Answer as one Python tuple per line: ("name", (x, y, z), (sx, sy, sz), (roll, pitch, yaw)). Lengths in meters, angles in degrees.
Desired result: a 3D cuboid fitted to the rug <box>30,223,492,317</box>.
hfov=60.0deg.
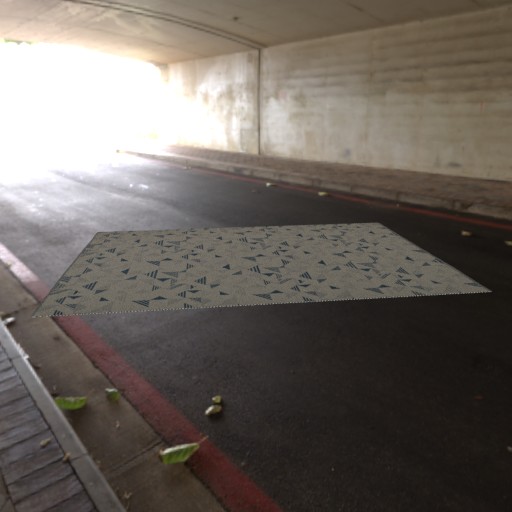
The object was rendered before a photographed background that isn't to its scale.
("rug", (0.000, 0.000, 2.300), (1.835, 0.003, 1.206), (-2, 18, -7))
